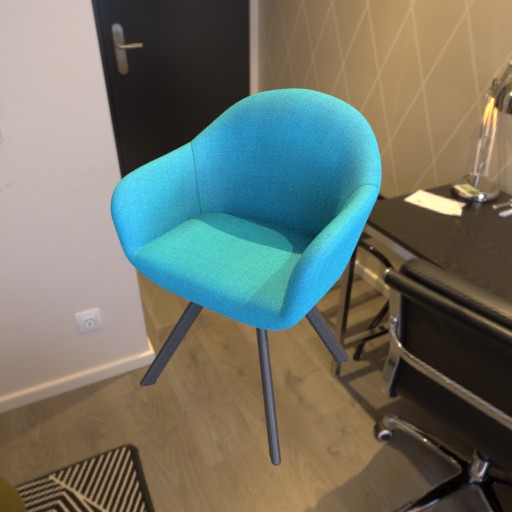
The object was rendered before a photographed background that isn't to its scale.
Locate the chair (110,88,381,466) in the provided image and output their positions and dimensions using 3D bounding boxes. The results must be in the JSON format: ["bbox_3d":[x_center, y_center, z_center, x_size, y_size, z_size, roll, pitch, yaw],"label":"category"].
[{"bbox_3d":[0.000,0.000,1.215,0.590,0.795,0.550,19,36,28],"label":"chair"}]
